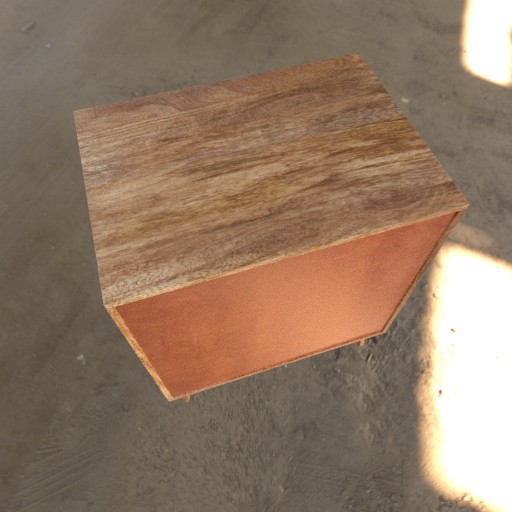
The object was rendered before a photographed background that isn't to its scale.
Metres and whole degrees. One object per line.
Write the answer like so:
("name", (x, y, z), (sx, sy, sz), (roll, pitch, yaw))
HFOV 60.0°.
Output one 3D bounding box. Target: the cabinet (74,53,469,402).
("cabinet", (0.000, 0.000, 1.176), (0.647, 0.758, 0.473), (-15, 60, -9))
